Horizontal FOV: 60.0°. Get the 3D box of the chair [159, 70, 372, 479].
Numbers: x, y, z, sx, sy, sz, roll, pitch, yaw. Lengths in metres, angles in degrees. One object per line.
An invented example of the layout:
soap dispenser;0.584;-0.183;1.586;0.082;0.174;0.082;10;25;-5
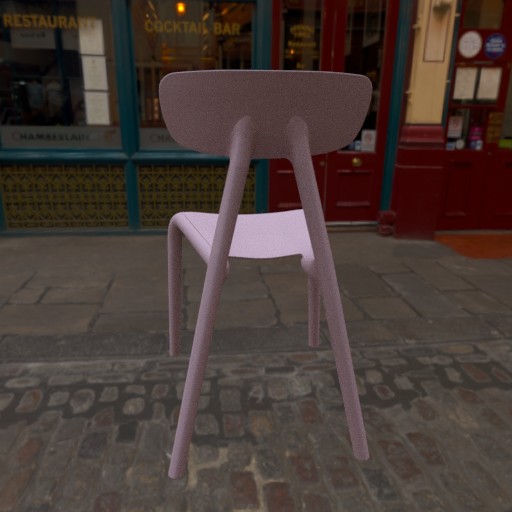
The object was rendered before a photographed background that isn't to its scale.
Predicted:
chair;0.000;0.000;0.797;0.356;0.580;0.401;-2;16;-7
